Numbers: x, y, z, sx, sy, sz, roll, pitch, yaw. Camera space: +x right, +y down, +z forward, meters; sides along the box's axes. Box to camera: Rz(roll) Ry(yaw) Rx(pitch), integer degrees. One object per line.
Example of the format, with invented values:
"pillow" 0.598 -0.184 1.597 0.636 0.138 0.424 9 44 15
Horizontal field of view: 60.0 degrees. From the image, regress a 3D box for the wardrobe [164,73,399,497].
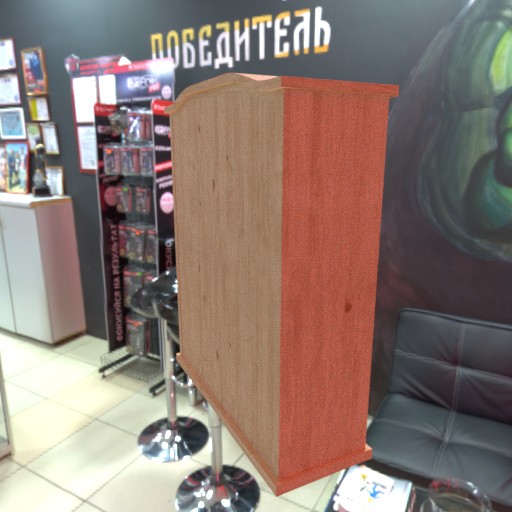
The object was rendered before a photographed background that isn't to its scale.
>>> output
"wardrobe" 0.000 0.000 2.566 0.570 1.870 1.500 -7 16 -26
